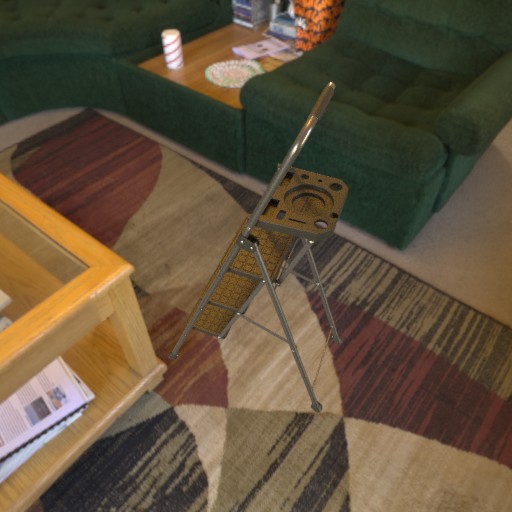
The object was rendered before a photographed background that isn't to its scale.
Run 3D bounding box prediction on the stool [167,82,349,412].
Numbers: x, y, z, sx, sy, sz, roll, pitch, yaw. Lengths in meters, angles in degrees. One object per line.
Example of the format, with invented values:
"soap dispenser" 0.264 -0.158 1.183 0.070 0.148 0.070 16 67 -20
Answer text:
"stool" 0.000 0.000 1.597 0.733 1.277 0.396 16 50 14
